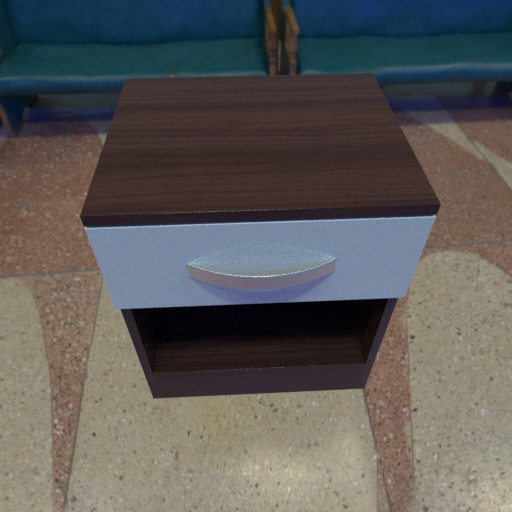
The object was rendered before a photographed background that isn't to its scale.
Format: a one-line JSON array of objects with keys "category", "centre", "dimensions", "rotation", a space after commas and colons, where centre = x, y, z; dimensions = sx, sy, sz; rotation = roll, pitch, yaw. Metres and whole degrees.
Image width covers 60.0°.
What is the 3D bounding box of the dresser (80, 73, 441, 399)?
[{"category": "dresser", "centre": [0.000, 0.000, 0.765], "dimensions": [0.400, 0.470, 0.360], "rotation": [-2, 47, -2]}]
